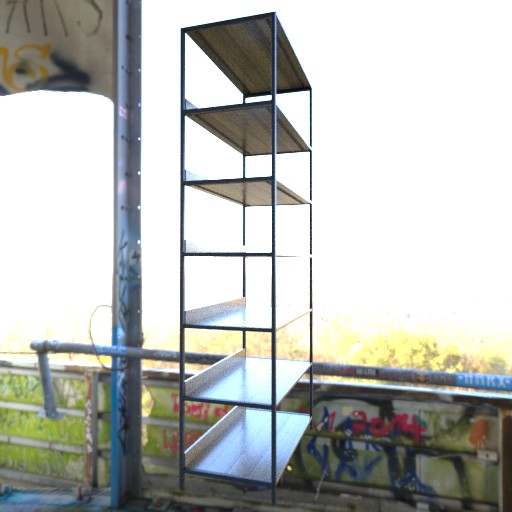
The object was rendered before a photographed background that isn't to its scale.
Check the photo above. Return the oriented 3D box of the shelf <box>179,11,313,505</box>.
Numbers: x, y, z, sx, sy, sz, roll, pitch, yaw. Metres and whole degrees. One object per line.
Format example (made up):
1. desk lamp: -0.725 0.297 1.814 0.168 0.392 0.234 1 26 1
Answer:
1. shelf: 0.000 0.000 2.265 0.431 2.015 0.847 0 -1 18
